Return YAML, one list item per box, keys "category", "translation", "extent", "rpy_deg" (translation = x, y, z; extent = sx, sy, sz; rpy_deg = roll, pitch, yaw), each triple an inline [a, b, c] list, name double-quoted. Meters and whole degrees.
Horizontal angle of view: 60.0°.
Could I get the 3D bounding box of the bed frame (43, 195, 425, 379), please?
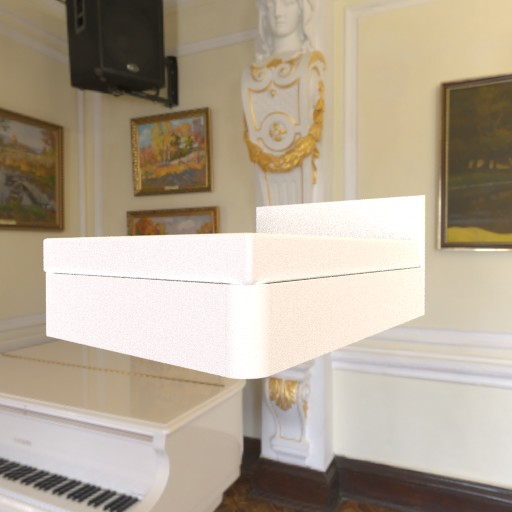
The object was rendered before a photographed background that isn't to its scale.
- category: "bed frame"
  translation: [0.000, 0.000, 2.631]
  extent: [1.400, 0.800, 1.900]
  rpy_deg: [1, 1, 37]
